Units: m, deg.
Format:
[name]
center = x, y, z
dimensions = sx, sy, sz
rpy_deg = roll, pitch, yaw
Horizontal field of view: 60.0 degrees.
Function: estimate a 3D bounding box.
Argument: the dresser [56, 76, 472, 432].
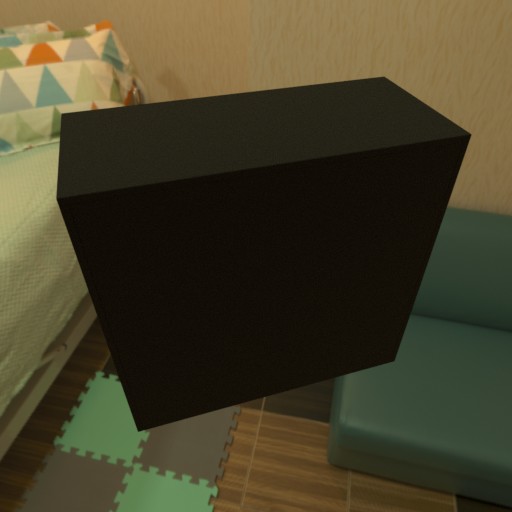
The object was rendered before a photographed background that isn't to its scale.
[dresser]
center = 0.000, 0.000, 1.126
dimensions = 0.750, 0.720, 0.360
rpy_deg = -11, 42, -13
